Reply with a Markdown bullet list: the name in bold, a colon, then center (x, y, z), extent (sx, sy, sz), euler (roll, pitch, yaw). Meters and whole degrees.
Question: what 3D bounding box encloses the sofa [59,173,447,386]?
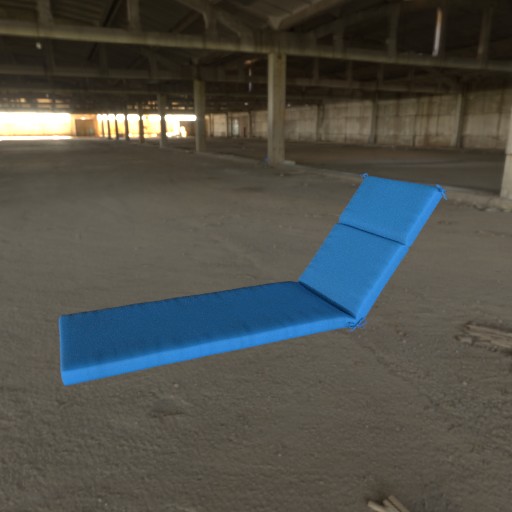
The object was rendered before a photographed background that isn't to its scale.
- **sofa**: center (0.000, 0.000, 1.967), extent (1.663, 0.622, 0.582), euler (-7, 18, -23)
